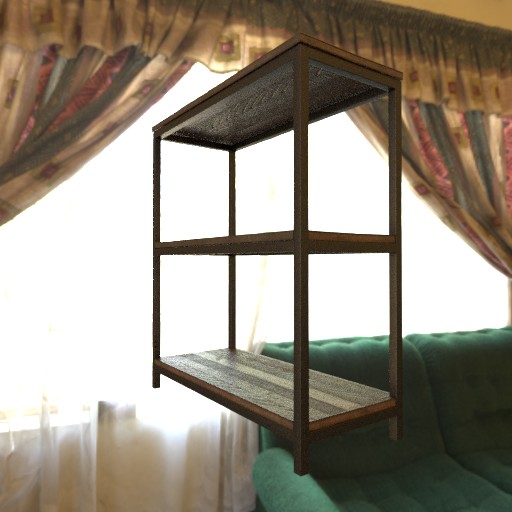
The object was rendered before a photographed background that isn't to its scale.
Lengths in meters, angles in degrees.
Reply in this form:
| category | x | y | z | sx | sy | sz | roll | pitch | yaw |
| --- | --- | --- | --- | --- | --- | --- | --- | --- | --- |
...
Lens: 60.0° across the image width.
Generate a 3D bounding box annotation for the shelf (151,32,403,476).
| category | x | y | z | sx | sy | sz | roll | pitch | yaw |
| --- | --- | --- | --- | --- | --- | --- | --- | --- | --- |
| shelf | 0.000 | 0.000 | 1.378 | 0.352 | 0.947 | 0.822 | 0 | -1 | -35 |
